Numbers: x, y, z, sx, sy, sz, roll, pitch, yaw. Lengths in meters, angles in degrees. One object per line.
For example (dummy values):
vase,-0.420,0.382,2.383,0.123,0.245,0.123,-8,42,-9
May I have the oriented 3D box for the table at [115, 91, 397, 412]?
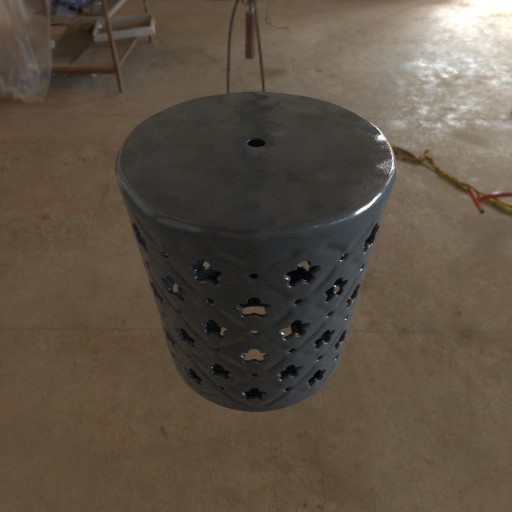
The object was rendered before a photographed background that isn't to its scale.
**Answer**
table,0.000,0.000,0.687,0.352,0.387,0.352,0,42,0
